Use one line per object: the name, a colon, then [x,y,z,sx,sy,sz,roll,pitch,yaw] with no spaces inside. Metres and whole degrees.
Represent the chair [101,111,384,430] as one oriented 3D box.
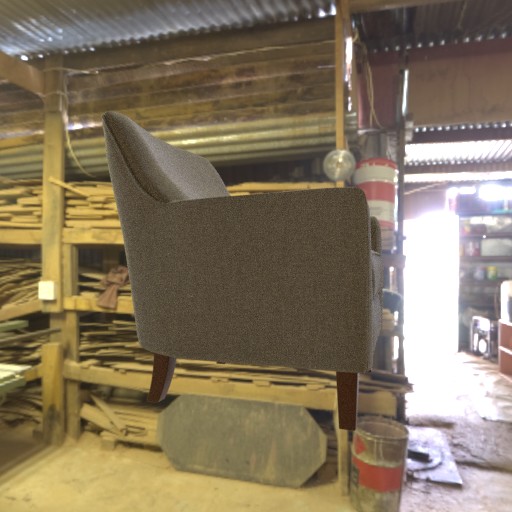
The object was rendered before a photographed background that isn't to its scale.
chair: [0.000,0.000,1.817,0.993,1.047,0.887,0,-1,18]
